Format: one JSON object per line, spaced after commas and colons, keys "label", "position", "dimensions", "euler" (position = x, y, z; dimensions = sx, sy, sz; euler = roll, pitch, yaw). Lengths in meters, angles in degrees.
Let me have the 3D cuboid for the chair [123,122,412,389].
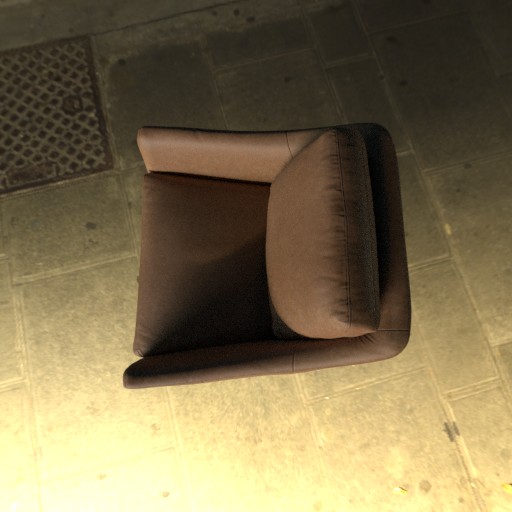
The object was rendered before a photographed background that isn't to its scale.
{"label": "chair", "position": [0.000, 0.000, 1.750], "dimensions": [0.963, 0.895, 0.988], "euler": [-1, 76, 0]}
